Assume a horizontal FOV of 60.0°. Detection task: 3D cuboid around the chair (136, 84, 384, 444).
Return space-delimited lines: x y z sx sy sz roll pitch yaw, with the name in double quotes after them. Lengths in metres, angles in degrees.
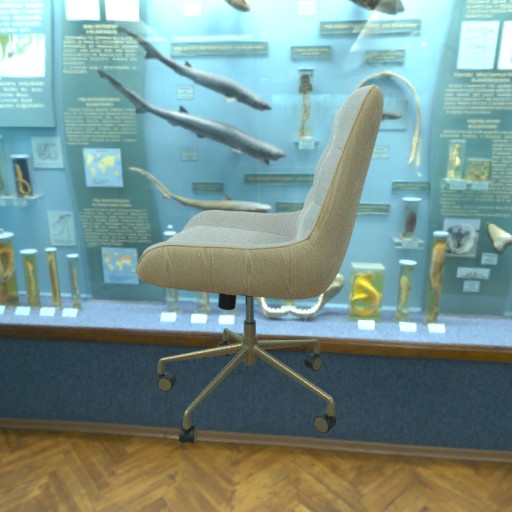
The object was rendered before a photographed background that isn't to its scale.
0.000 0.000 1.345 0.668 0.952 0.564 2 15 7 "chair"
